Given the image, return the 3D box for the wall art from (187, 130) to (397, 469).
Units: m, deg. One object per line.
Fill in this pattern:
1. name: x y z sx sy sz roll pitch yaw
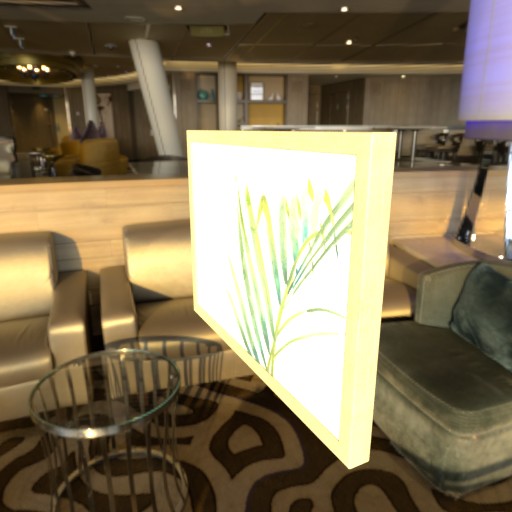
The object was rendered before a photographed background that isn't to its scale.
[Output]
1. wall art: 0.000 0.000 0.701 0.032 0.381 0.533 -8 18 -26
